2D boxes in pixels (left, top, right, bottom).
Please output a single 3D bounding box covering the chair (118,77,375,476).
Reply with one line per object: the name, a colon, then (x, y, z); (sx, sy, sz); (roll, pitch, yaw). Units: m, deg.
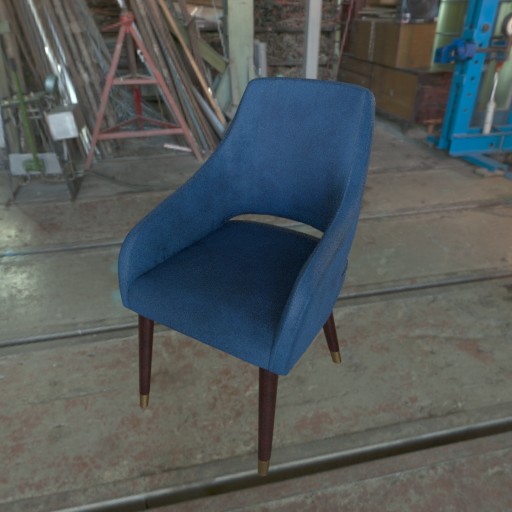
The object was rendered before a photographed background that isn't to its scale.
chair: (0.000, 0.000, 1.566); (0.683, 1.081, 0.794); (17, 34, 27)
